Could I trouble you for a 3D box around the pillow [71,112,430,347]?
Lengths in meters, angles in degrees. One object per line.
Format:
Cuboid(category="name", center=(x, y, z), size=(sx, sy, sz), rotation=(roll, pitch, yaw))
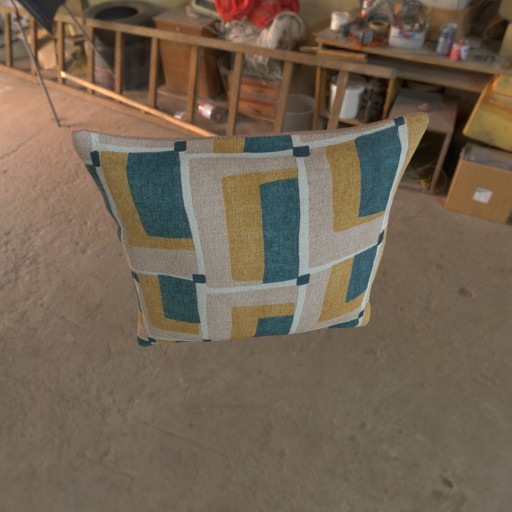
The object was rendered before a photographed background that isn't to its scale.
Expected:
Cuboid(category="pillow", center=(0.000, 0.000, 0.744), size=(0.478, 0.479, 0.158), rotation=(-4, 45, -4))
